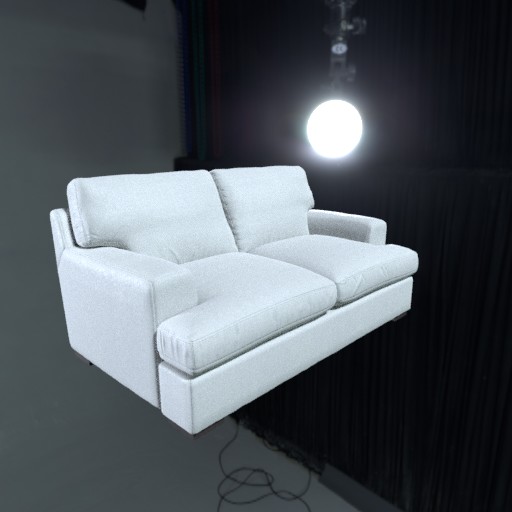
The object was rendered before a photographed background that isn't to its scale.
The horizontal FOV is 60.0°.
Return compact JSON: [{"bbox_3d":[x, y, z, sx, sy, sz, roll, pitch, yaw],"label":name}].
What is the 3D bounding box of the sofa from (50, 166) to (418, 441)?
[{"bbox_3d":[0.000,0.000,2.528,1.143,0.940,1.880,13,20,42],"label":"sofa"}]
